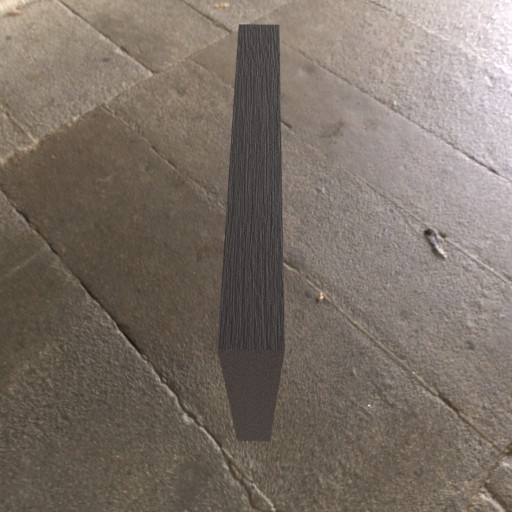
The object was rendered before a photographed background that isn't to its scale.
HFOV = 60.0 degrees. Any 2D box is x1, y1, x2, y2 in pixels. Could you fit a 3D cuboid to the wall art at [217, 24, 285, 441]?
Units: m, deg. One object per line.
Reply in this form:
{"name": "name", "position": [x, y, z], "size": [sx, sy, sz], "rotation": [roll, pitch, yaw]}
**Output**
{"name": "wall art", "position": [0.000, 0.000, 0.446], "size": [0.036, 0.300, 0.302], "rotation": [1, 59, 1]}
